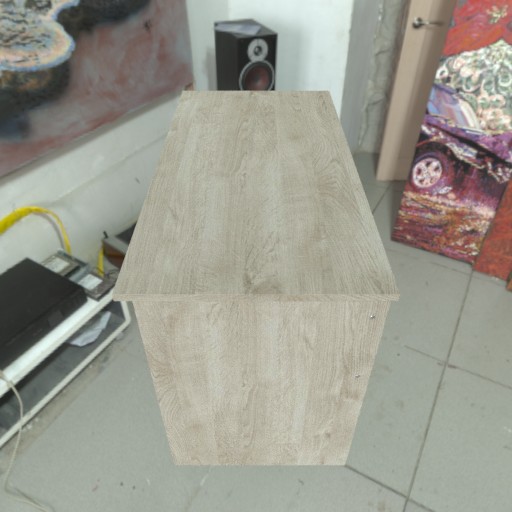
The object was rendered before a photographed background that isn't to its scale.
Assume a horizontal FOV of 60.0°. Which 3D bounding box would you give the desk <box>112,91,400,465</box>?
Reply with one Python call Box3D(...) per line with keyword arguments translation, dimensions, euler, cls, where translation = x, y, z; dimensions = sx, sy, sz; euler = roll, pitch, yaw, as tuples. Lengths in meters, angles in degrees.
Box3D(translation=(0.000, 0.000, 1.513), dimensions=(0.560, 0.730, 1.096), euler=(0, 40, 0), cls="desk")
